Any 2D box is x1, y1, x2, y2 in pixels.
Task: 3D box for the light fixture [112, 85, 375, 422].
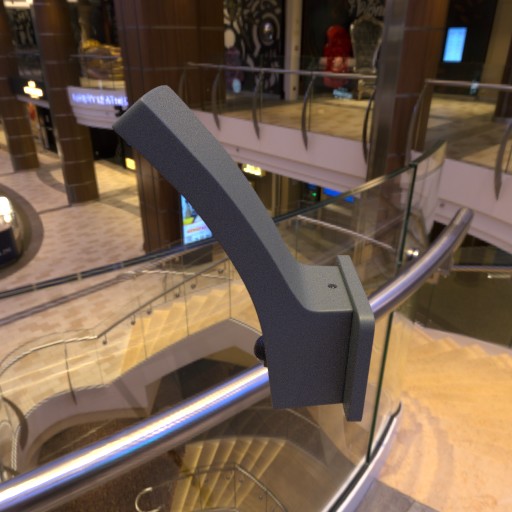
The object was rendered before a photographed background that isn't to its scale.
[{"bbox_3d":[0.000,0.000,0.341,0.174,0.243,0.108,0,26,0],"label":"light fixture"}]
